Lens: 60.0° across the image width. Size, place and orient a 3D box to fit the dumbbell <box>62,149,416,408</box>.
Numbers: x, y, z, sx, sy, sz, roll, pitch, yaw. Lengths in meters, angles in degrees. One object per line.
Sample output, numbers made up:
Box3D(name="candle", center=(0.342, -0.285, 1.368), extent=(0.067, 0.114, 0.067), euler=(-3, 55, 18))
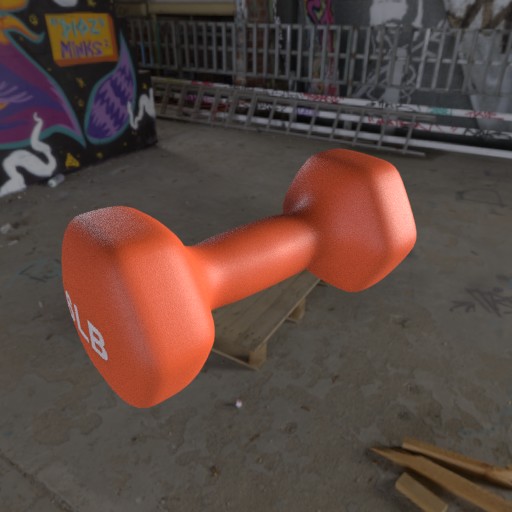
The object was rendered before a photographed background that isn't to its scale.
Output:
Box3D(name="dumbbell", center=(0.000, 0.000, 0.205), extent=(0.162, 0.071, 0.079), euler=(-21, 35, -33))
